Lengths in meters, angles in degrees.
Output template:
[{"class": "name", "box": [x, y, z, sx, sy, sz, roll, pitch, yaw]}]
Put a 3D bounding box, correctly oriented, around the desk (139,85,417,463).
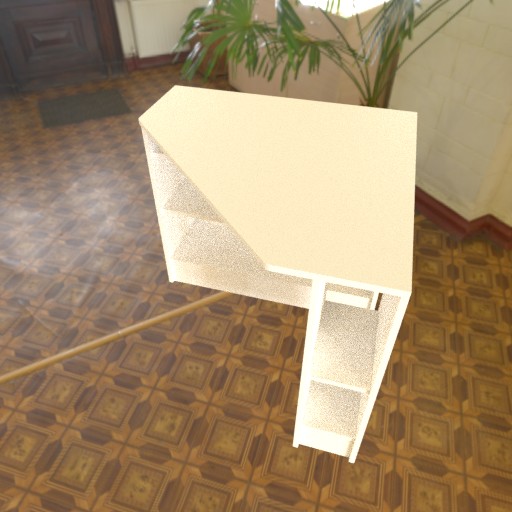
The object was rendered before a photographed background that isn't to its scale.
[{"class": "desk", "box": [0.000, 0.000, 1.627, 0.940, 0.818, 0.926, 11, 43, 12]}]
